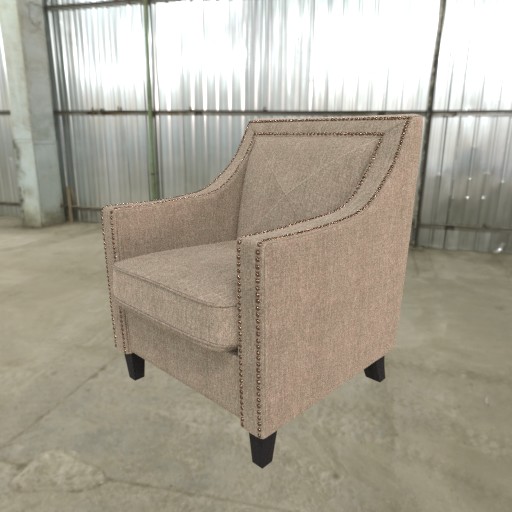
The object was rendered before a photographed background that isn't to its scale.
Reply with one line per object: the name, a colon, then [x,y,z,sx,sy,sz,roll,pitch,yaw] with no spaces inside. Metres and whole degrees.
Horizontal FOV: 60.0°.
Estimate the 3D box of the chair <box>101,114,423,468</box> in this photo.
chair: [0.000,0.000,1.576,0.776,0.967,0.884,14,21,42]
